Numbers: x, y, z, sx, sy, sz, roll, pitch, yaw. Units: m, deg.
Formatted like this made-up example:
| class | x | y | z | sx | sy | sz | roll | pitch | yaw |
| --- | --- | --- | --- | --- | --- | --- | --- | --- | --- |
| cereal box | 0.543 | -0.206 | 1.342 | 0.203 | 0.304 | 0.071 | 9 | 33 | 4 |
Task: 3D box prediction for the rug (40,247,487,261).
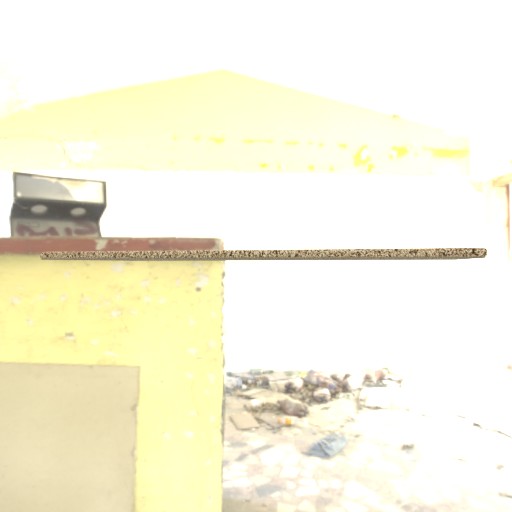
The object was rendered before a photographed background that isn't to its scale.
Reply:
| class | x | y | z | sx | sy | sz | roll | pitch | yaw |
| --- | --- | --- | --- | --- | --- | --- | --- | --- | --- |
| rug | 0.000 | 0.000 | 1.732 | 1.524 | 0.030 | 0.609 | 0 | -1 | 17 |
